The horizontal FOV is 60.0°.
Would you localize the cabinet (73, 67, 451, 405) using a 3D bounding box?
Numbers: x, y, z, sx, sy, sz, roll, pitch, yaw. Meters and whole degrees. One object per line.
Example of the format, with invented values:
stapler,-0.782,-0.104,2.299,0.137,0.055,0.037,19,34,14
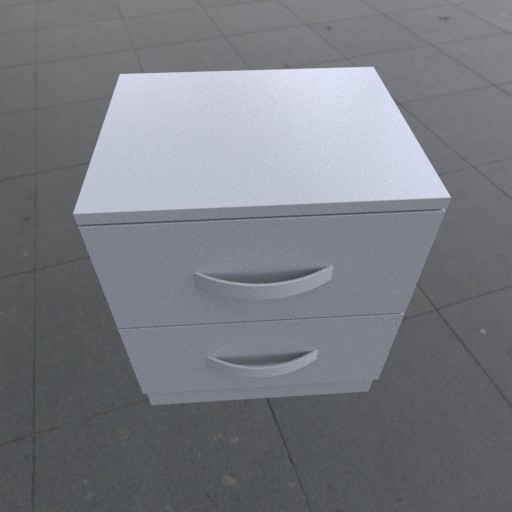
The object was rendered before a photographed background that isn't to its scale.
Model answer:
cabinet,0.000,0.000,0.742,0.400,0.470,0.360,-3,46,-3
